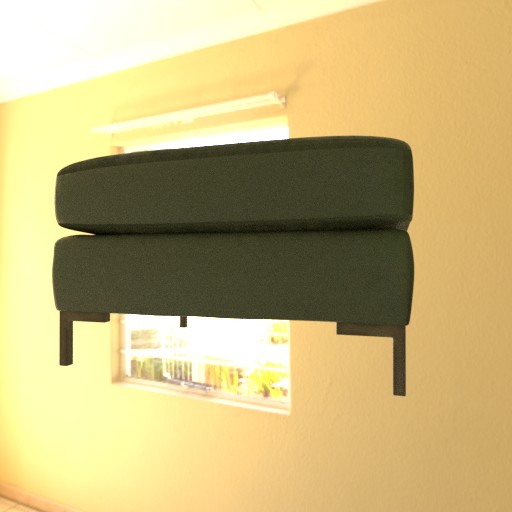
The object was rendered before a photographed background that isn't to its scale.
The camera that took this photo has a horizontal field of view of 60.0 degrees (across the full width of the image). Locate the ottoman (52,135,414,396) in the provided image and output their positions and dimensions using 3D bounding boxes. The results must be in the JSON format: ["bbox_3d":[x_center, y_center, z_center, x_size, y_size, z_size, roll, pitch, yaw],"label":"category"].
[{"bbox_3d":[0.000,0.000,1.272,0.839,0.538,0.701,0,0,18],"label":"ottoman"}]
